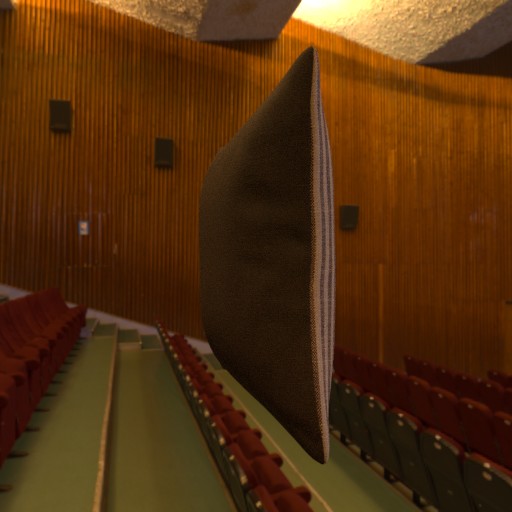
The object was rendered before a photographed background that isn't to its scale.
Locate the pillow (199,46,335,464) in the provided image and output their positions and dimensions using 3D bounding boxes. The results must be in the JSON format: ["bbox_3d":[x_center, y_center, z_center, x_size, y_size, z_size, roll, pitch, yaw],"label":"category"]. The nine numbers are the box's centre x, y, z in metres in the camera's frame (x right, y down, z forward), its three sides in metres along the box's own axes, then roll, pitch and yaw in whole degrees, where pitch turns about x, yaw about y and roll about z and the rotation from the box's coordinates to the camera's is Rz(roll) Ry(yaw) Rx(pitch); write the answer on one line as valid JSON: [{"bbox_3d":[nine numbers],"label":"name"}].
[{"bbox_3d":[0.000,0.000,0.776,0.166,0.506,0.523,0,-1,-17],"label":"pillow"}]
